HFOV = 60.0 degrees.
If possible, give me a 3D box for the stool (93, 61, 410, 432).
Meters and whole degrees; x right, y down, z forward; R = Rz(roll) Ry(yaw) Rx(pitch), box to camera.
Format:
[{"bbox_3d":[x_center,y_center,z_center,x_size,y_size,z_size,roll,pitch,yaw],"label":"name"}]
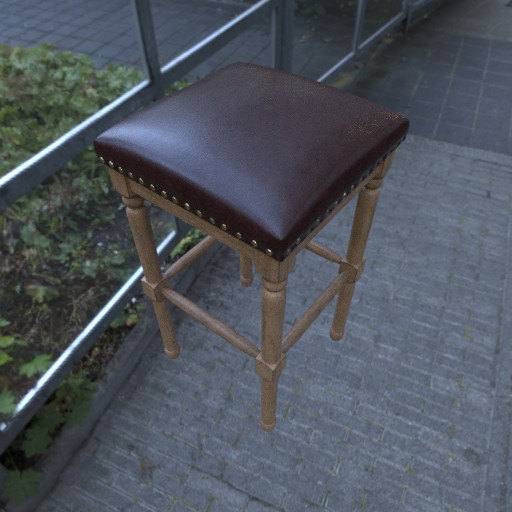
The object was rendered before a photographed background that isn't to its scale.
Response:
[{"bbox_3d":[0.000,0.000,0.951,0.383,0.702,0.382,29,53,25],"label":"stool"}]
